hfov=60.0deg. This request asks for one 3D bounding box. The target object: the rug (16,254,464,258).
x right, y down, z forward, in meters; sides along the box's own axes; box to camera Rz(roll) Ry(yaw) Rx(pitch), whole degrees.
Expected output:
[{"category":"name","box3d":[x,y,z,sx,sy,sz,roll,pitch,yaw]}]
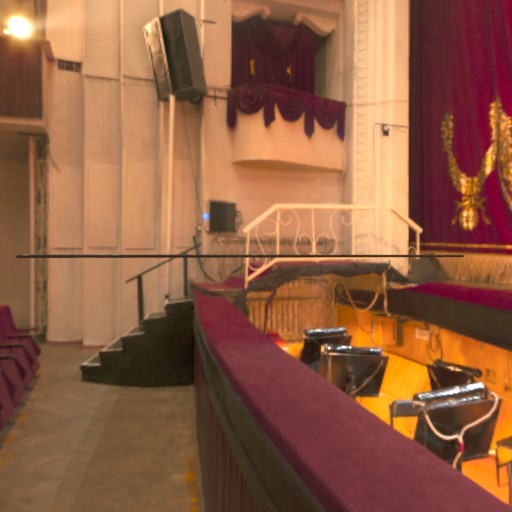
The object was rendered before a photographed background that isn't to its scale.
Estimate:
[{"category":"rug","box3d":[0.000,0.000,2.474,2.276,0.014,0.678,0,0,-19]}]
